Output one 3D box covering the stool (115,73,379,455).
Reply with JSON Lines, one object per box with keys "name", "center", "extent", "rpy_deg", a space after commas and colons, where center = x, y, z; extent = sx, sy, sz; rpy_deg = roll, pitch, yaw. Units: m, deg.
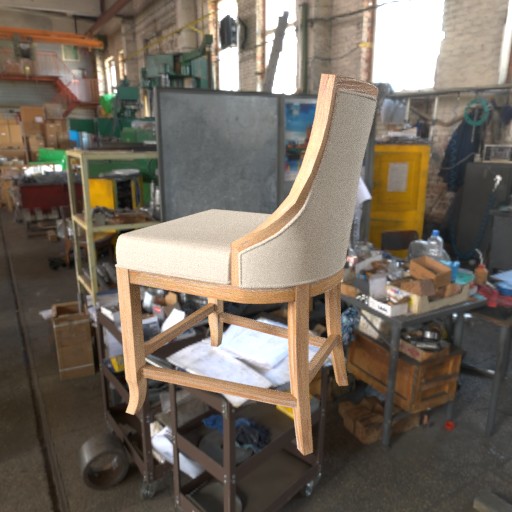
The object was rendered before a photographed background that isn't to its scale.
{"name": "stool", "center": [0.000, 0.000, 1.319], "extent": [0.626, 0.938, 0.524], "rpy_deg": [7, 17, 25]}
